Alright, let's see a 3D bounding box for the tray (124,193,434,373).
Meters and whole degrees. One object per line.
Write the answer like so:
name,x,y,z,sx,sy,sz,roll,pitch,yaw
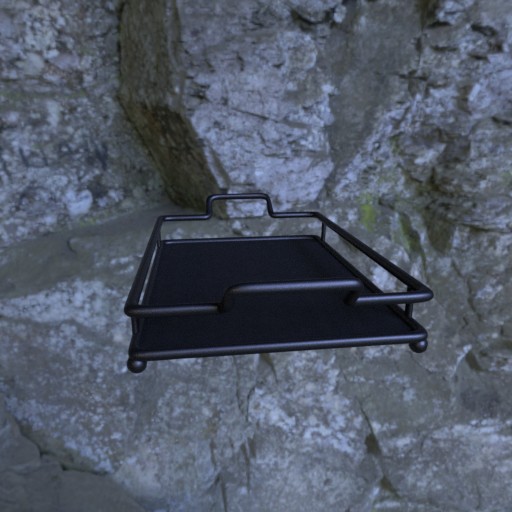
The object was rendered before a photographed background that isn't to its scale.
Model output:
tray,0.000,0.000,0.608,0.297,0.101,0.495,-2,17,-8
